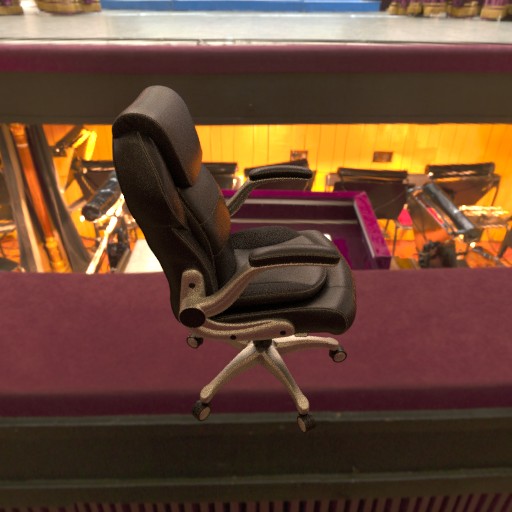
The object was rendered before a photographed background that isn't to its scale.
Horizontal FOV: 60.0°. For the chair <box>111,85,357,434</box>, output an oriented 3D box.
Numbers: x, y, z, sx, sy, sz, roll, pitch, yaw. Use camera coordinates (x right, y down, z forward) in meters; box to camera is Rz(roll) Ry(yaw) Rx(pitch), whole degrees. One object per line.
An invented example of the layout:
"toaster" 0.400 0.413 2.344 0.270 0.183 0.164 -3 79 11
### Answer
"chair" 0.000 0.000 1.640 0.801 1.141 0.724 0 32 -1
